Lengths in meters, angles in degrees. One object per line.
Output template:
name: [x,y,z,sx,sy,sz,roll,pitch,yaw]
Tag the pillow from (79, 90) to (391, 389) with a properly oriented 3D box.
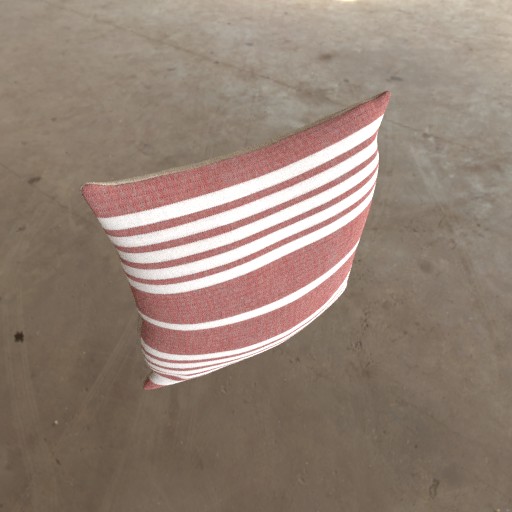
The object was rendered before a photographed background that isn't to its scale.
pillow: [0.000,0.000,0.675,0.439,0.427,0.182,-24,50,-22]
